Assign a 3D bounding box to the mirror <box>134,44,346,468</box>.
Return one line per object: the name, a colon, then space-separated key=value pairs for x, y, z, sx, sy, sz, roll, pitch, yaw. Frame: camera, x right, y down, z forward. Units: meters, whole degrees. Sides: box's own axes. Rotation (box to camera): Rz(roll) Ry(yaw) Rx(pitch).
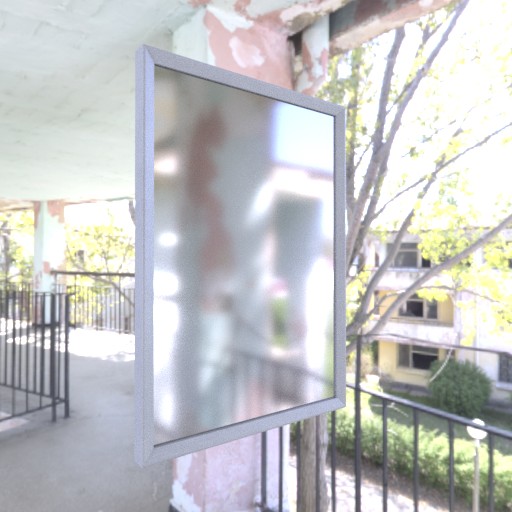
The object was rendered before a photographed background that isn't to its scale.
mirror: x=0.000 y=0.000 z=0.911 sx=0.507 sy=0.710 sz=0.039 roll=0 pitch=-1 yaw=-37
